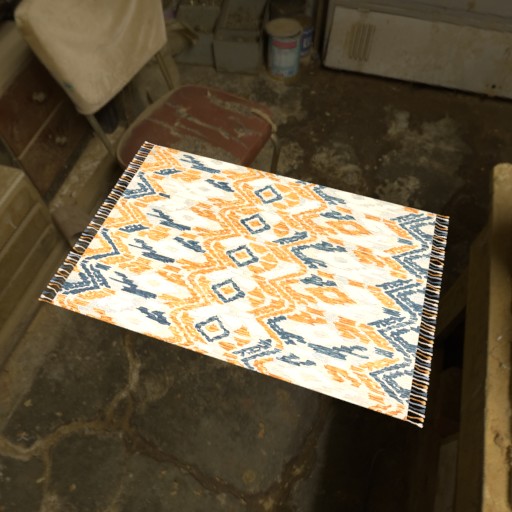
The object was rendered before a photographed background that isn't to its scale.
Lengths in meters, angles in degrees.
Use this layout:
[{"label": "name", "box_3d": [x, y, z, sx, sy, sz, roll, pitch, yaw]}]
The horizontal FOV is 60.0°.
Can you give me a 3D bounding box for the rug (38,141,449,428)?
[{"label": "rug", "box_3d": [0.000, 0.000, 3.006, 2.428, 0.010, 1.533, 16, 58, 10]}]
